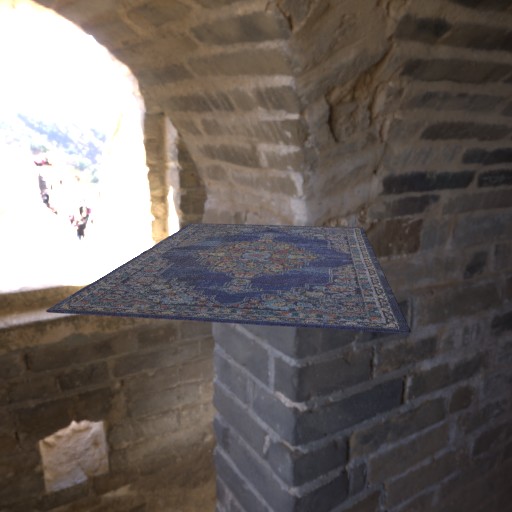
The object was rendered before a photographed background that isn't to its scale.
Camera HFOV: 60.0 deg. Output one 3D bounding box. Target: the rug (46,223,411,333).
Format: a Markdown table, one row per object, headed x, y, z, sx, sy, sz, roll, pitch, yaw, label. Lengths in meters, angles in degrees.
| x | y | z | sx | sy | sz | roll | pitch | yaw | label |
| --- | --- | --- | --- | --- | --- | --- | --- | --- | --- |
| 0.000 | 0.000 | 3.826 | 2.053 | 0.011 | 2.940 | 2 | 14 | 8 | rug |
